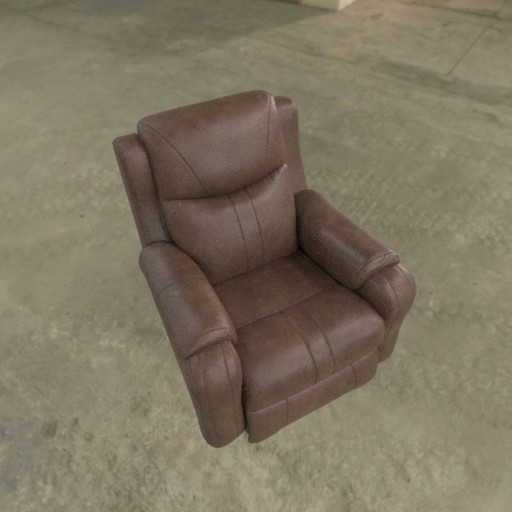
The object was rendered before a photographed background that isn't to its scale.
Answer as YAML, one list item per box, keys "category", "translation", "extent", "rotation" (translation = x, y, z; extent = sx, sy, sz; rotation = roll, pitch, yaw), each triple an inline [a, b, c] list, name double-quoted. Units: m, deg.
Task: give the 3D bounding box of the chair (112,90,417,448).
- category: "chair"
  translation: [0.000, 0.000, 1.827]
  extent: [0.940, 0.990, 1.067]
  rotation: [-21, 50, -19]
